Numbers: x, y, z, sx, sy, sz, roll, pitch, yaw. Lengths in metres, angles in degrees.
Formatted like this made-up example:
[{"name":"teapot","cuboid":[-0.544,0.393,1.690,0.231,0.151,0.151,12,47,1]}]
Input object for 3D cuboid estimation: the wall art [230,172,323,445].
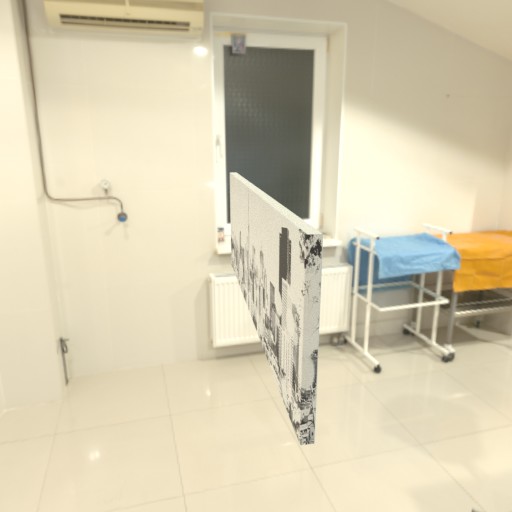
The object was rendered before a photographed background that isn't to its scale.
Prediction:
[{"name":"wall art","cuboid":[0.000,0.000,1.701,0.039,0.507,1.520,-2,16,-9]}]
